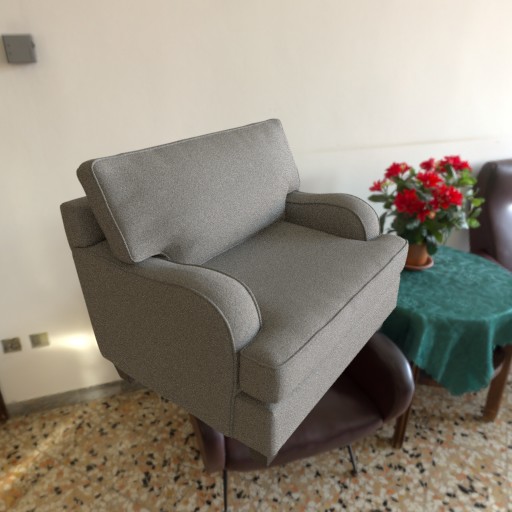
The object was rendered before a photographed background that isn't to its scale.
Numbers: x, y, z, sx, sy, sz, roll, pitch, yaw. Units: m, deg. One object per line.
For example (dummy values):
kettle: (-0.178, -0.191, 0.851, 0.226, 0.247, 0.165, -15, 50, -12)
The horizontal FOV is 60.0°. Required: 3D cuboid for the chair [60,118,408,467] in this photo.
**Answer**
chair: (0.000, 0.000, 2.000, 1.040, 1.016, 1.220, 18, 31, 32)
